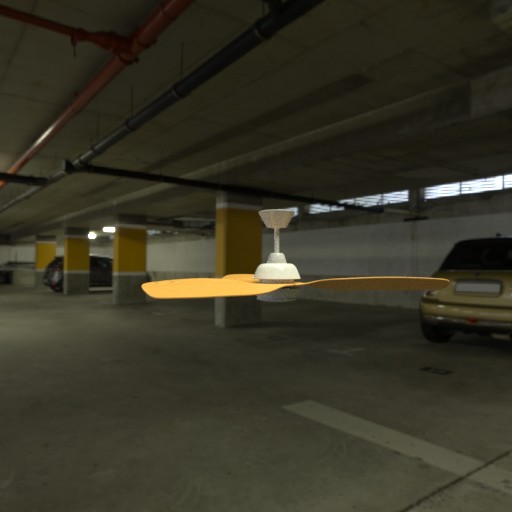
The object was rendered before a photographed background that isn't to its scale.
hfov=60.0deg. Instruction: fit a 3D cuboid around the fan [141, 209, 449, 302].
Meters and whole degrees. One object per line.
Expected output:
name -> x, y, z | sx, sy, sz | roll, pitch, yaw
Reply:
fan -> 0.000, 0.000, 1.624 | 1.142, 0.355, 1.010 | -1, -2, 35
